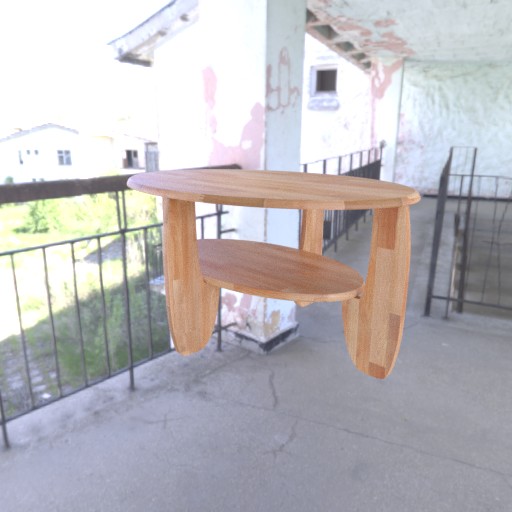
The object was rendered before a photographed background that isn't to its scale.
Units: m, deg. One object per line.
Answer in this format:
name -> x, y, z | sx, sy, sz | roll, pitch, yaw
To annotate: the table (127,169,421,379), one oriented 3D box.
table -> 0.000, 0.000, 1.445 | 0.690, 0.490, 1.040 | -15, 22, -43
